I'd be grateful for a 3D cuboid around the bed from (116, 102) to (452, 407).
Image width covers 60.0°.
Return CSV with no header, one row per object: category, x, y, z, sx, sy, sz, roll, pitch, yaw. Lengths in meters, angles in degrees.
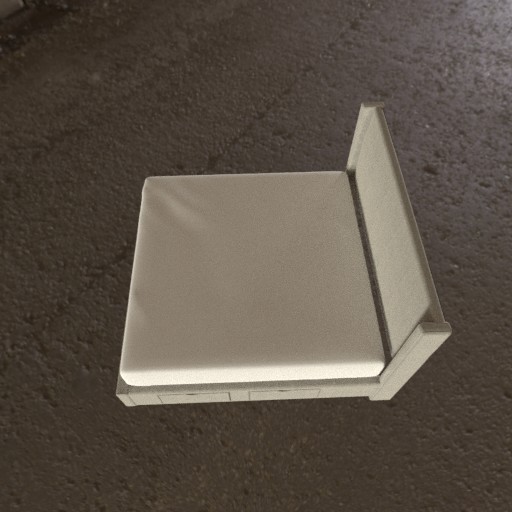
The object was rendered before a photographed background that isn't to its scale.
bed,0.000,0.000,3.813,2.280,1.470,2.140,-2,57,-1
